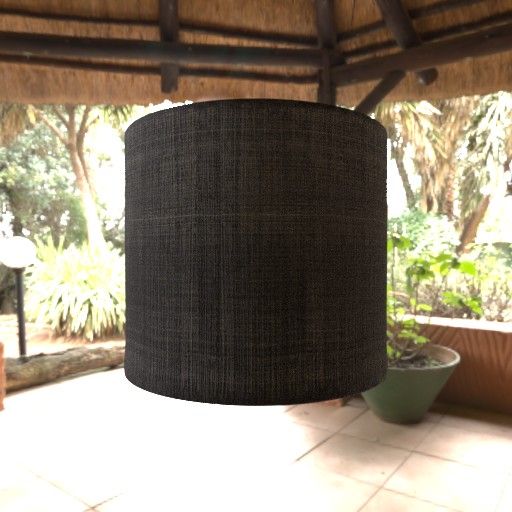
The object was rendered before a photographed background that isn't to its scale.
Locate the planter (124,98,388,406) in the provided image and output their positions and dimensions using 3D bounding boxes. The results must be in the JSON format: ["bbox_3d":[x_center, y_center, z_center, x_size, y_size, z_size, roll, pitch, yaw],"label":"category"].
[{"bbox_3d":[0.000,0.000,0.312,0.178,0.157,0.178,0,-1,0],"label":"planter"}]
